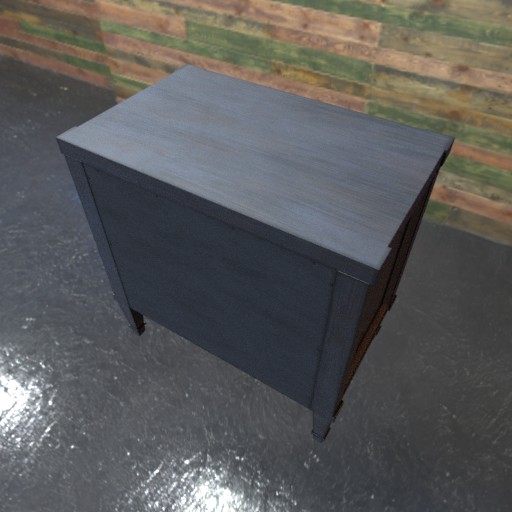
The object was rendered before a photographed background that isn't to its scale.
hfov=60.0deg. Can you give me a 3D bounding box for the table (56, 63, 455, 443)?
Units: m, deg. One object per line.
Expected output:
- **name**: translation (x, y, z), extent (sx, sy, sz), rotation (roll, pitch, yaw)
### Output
- **table**: translation (0.000, 0.000, 1.095), extent (0.660, 0.660, 0.413), rotation (24, 50, 22)
